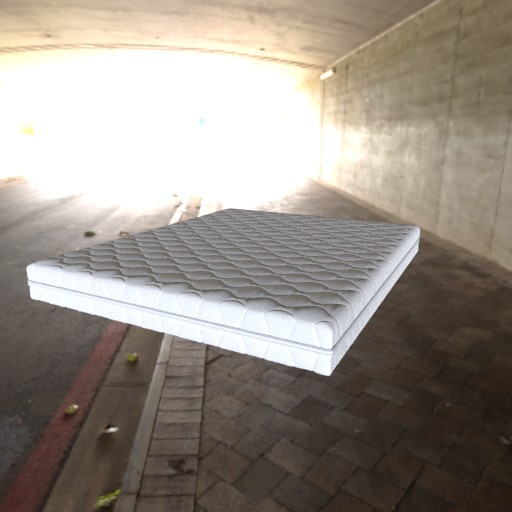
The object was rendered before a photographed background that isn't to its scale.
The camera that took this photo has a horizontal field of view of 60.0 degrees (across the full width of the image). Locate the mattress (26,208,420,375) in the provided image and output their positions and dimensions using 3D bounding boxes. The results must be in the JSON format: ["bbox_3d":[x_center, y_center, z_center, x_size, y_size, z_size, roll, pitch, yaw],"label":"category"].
[{"bbox_3d":[0.000,0.000,2.668,1.600,0.200,1.900,8,18,27],"label":"mattress"}]
